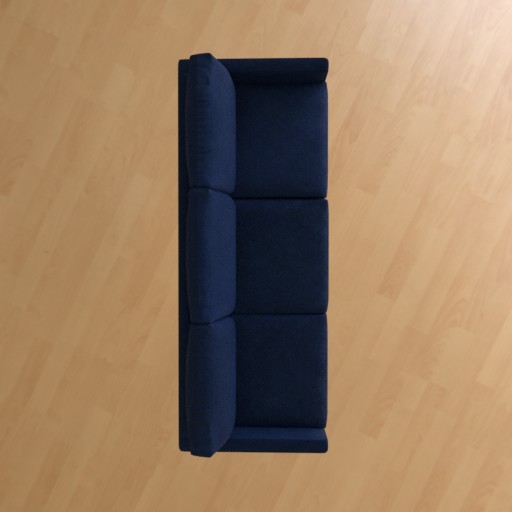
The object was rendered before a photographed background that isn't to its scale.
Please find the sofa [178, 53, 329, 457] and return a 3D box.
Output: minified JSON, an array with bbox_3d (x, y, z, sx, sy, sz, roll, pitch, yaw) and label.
[{"bbox_3d":[0.000,0.000,2.671,0.875,0.879,2.252,0,91,2],"label":"sofa"}]
